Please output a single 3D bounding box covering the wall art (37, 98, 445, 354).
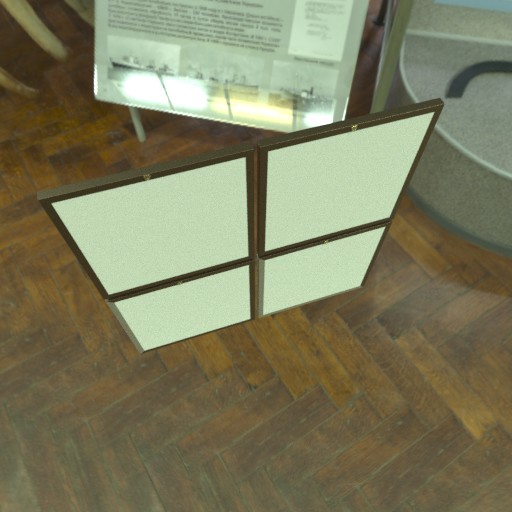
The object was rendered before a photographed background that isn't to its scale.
[{"bbox_3d":[0.000,0.000,1.518,1.032,1.032,0.030,-15,60,-9],"label":"wall art"}]
